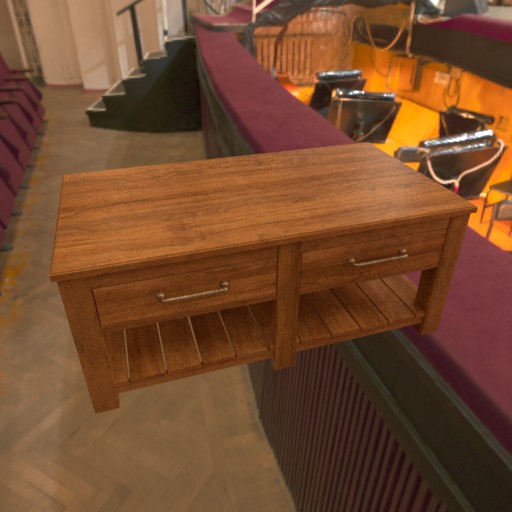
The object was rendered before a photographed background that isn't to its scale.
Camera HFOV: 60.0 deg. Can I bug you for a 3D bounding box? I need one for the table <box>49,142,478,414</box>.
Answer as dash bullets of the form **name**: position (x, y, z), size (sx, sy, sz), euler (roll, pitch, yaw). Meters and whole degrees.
- **table**: position (0.000, 0.000, 1.495), size (1.150, 0.480, 0.635), euler (-10, 33, -15)
